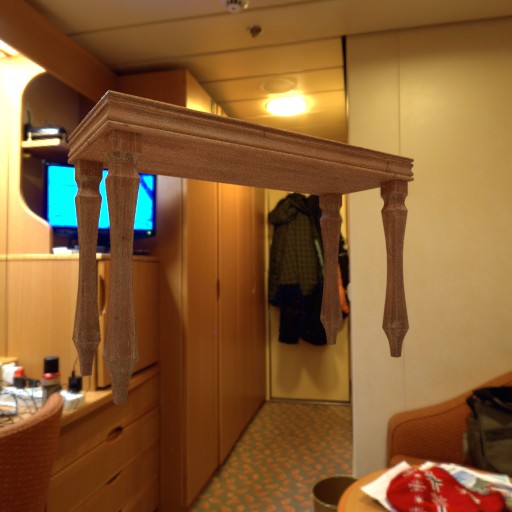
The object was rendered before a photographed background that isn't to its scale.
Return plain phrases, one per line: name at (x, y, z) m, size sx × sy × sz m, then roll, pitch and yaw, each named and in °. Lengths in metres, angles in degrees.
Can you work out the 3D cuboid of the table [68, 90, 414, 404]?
table at (0.000, 0.000, 1.786) m, size 1.330 × 0.873 × 0.522 m, roll 1°, pitch -2°, yaw -34°
